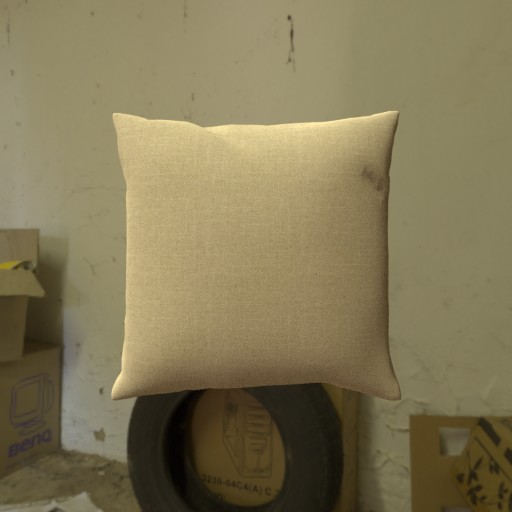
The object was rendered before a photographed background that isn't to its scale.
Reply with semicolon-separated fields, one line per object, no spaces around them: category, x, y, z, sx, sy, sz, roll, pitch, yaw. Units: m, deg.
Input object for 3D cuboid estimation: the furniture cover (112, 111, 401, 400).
furniture cover;0.000;0.000;0.662;0.431;0.431;0.139;0;0;0
